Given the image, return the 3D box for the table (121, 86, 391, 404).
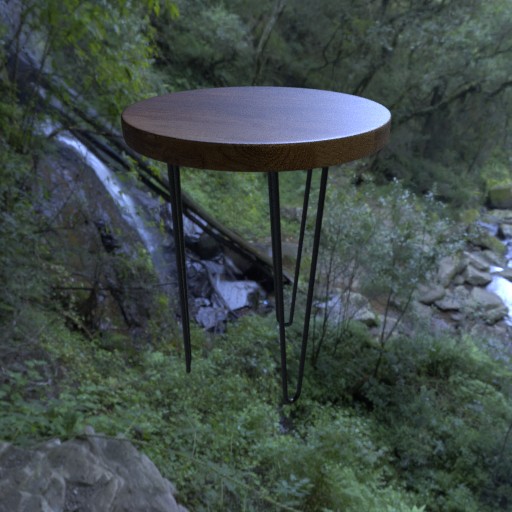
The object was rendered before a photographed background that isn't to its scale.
[{"bbox_3d":[0.000,0.000,0.803,0.400,0.520,0.400,0,30,0],"label":"table"}]
